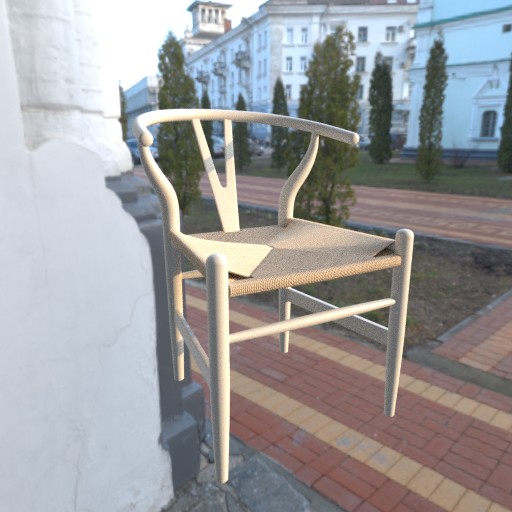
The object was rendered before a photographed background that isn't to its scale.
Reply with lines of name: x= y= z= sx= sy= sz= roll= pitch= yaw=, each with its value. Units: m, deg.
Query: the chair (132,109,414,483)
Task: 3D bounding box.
chair: x=0.000 y=0.000 z=1.115 sx=0.569 sy=0.730 sz=0.579 roll=-8 pitch=17 yaw=-27
